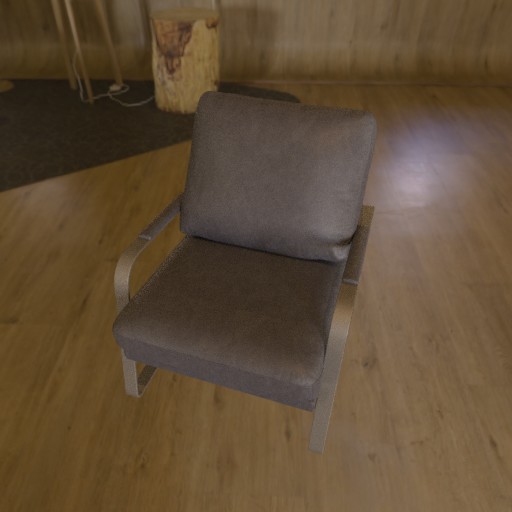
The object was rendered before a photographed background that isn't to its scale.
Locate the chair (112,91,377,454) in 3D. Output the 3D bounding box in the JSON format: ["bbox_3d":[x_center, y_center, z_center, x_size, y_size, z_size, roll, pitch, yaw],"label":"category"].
[{"bbox_3d":[0.000,0.000,1.484,0.692,0.839,0.878,12,42,14],"label":"chair"}]
